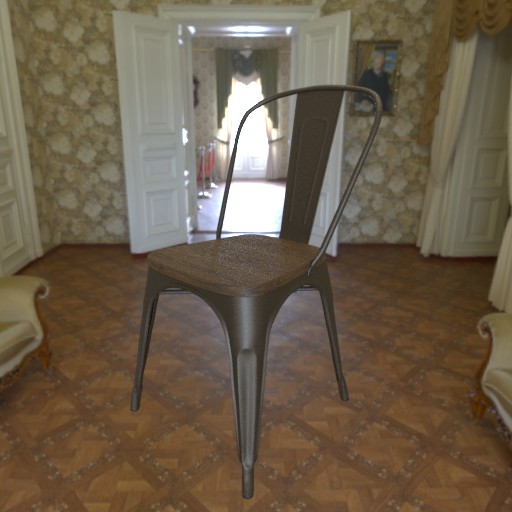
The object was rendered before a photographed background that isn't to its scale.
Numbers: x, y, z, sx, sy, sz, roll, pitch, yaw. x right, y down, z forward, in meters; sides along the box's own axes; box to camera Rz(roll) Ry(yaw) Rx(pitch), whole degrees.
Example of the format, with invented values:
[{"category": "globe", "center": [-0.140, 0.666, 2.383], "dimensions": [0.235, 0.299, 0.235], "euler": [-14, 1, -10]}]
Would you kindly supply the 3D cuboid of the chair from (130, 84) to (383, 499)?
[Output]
[{"category": "chair", "center": [0.000, 0.000, 1.124], "dimensions": [0.451, 0.844, 0.532], "euler": [15, 22, 41]}]
